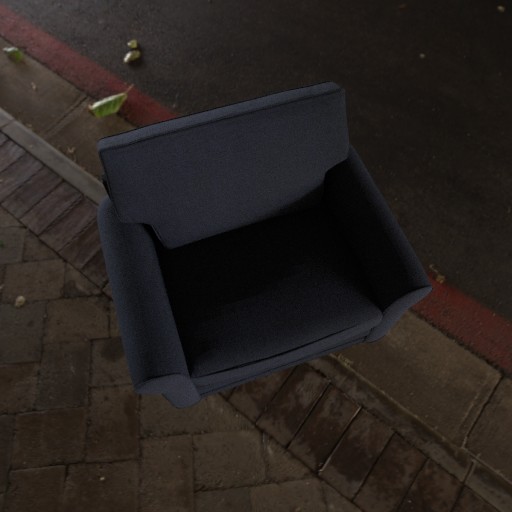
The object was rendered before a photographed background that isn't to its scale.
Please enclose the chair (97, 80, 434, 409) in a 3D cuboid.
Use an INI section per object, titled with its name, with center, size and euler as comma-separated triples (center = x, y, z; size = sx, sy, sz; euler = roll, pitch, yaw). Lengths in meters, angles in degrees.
[chair]
center = 0.000, 0.000, 2.030
size = 1.285, 1.044, 0.963
euler = -17, 64, -9
